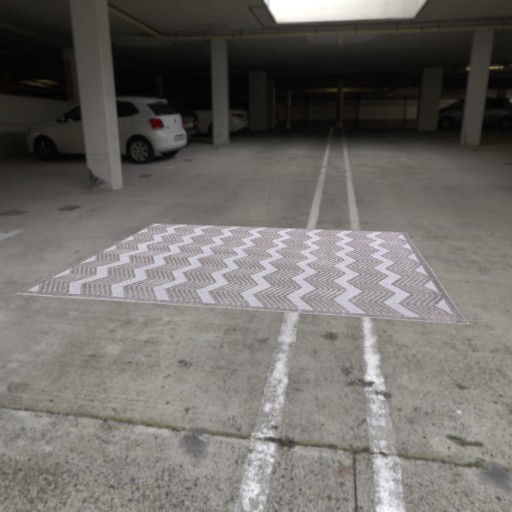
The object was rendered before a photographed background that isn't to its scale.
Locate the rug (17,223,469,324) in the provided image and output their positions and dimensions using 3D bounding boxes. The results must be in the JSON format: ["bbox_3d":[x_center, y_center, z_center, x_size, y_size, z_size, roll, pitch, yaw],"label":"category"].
[{"bbox_3d":[0.000,0.000,3.893,2.880,0.005,2.391,3,16,9],"label":"rug"}]
